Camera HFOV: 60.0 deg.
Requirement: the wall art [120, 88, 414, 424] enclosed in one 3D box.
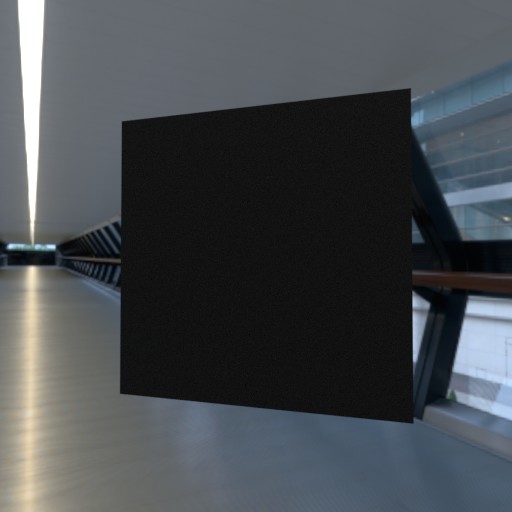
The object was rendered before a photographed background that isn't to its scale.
[{"bbox_3d":[0.000,0.000,0.464,0.308,0.305,0.030,0,-1,18],"label":"wall art"}]
